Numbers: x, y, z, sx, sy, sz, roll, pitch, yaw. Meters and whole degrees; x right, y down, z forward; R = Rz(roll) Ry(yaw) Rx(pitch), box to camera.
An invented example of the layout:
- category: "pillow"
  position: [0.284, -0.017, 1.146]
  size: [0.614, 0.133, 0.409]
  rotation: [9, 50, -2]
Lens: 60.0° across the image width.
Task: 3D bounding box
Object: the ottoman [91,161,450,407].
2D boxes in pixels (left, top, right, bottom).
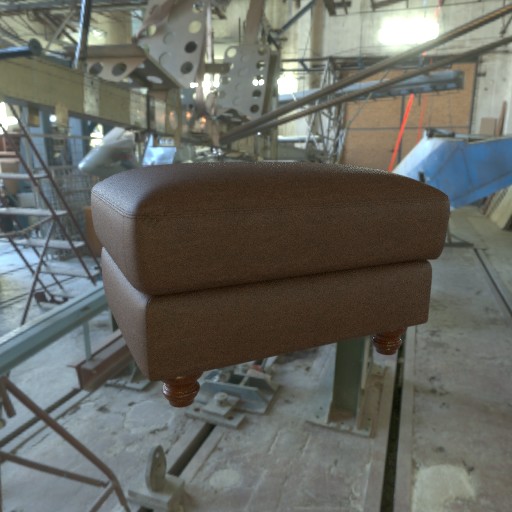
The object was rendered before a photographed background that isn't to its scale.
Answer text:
- category: "ottoman"
  position: [0.000, 0.000, 1.219]
  size: [0.787, 0.508, 0.635]
  rotation: [-6, 15, -25]
